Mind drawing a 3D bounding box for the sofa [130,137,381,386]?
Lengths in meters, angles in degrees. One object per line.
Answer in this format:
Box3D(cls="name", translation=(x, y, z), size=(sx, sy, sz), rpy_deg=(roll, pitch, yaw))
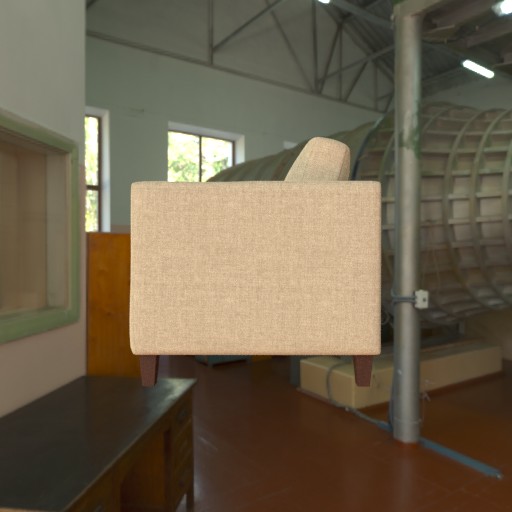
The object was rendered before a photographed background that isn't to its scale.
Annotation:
Box3D(cls="sofa", translation=(0.000, 0.000, 2.533), size=(0.950, 0.963, 1.884), rpy_deg=(0, 1, 0))
